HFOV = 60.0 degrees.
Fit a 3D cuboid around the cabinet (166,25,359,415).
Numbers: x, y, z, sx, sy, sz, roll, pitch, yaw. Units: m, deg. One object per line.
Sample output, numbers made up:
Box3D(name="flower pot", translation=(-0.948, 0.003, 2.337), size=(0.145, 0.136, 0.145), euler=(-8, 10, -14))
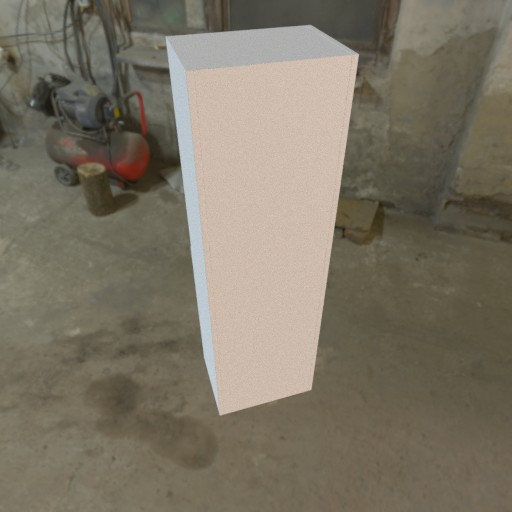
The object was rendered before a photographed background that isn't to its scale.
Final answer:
Box3D(name="cabinet", translation=(0.000, 0.000, 1.513), size=(0.400, 1.350, 0.300), euler=(-11, 42, -13))
